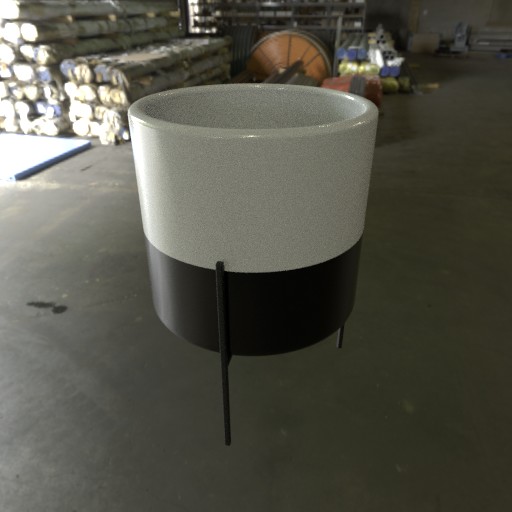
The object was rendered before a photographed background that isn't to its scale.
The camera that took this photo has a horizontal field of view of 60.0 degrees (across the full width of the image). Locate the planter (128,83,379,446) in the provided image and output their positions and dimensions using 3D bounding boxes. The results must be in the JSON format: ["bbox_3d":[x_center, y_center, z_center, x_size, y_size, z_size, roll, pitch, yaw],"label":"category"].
[{"bbox_3d":[0.000,0.000,0.647,0.310,0.432,0.310,-1,30,-1],"label":"planter"}]
